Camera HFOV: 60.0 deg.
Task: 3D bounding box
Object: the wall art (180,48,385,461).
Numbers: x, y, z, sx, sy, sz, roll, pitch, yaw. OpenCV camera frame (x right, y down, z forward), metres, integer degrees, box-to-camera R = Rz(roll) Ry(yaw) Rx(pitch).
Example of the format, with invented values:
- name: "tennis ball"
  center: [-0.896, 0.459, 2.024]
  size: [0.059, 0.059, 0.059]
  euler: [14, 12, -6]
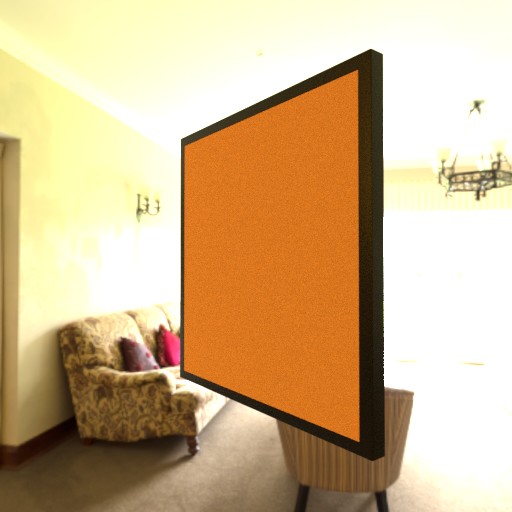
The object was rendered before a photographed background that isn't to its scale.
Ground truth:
- name: "wall art"
  center: [0.000, 0.000, 1.127]
  size: [0.038, 0.761, 0.755]
  euler: [1, -1, -37]
